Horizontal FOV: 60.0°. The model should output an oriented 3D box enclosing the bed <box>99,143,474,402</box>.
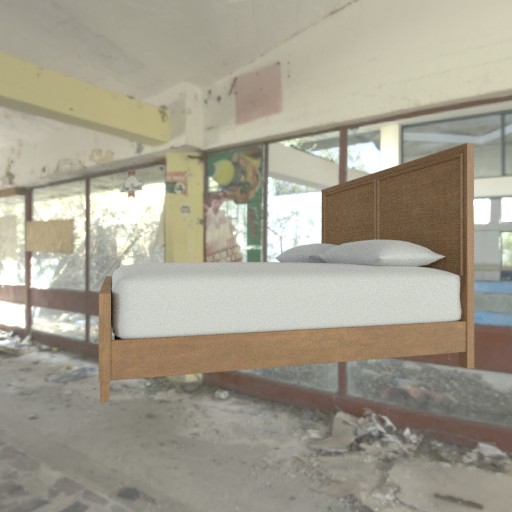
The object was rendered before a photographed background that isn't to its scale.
[{"bbox_3d":[0.000,0.000,3.354,2.184,1.387,2.003,0,0,-18],"label":"bed"}]
